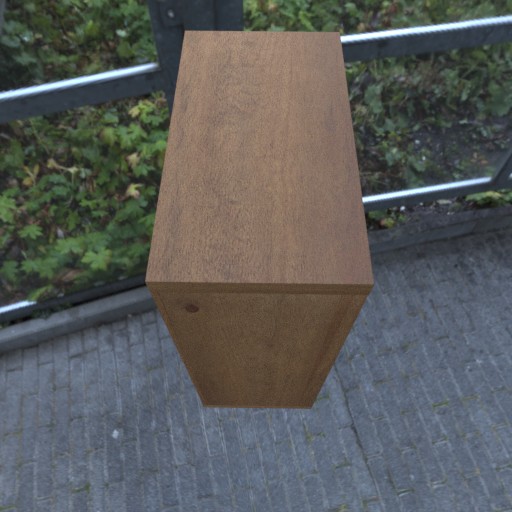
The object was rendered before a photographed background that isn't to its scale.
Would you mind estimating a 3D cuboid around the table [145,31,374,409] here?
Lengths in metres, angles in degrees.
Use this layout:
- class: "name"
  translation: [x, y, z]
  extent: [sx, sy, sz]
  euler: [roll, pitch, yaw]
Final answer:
- class: "table"
  translation: [0.000, 0.000, 1.742]
  extent: [0.524, 1.294, 0.901]
  euler: [1, 59, 0]
